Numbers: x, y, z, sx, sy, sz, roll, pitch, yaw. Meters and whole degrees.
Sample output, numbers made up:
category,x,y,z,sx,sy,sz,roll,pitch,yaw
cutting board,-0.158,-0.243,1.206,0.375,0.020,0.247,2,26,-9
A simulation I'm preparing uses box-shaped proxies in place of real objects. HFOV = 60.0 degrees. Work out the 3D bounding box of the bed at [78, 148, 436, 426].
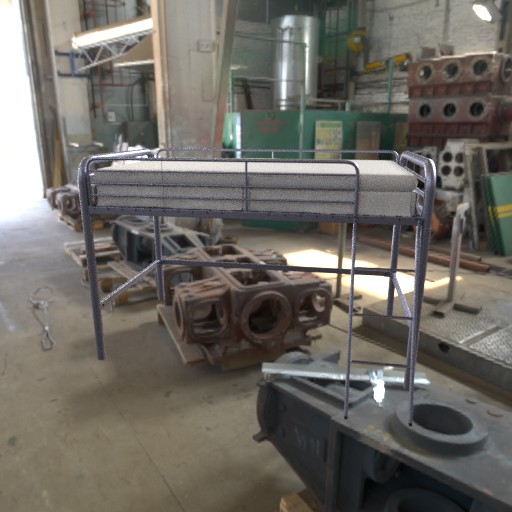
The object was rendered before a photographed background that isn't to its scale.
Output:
category,x,y,z,sx,sy,sz,roll,pitch,yaw
bed,0.000,0.000,2.874,1.965,1.288,1.415,3,17,10
